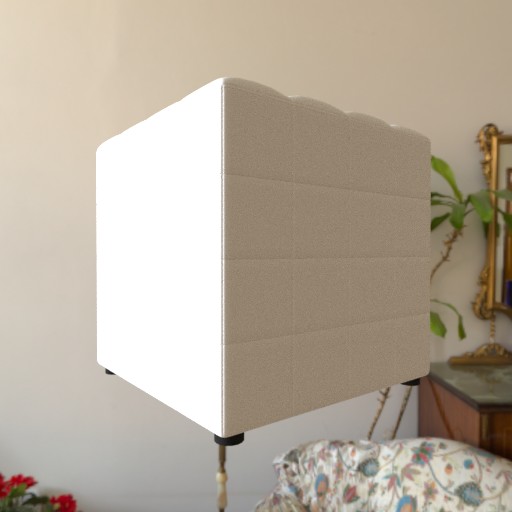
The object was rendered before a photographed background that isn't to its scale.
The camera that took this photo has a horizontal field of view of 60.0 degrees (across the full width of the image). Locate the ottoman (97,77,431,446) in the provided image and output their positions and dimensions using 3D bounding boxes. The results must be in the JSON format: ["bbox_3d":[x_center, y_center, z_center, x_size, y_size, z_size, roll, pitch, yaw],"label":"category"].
[{"bbox_3d":[0.000,0.000,0.787,0.425,0.432,0.425,-1,1,-38],"label":"ottoman"}]
